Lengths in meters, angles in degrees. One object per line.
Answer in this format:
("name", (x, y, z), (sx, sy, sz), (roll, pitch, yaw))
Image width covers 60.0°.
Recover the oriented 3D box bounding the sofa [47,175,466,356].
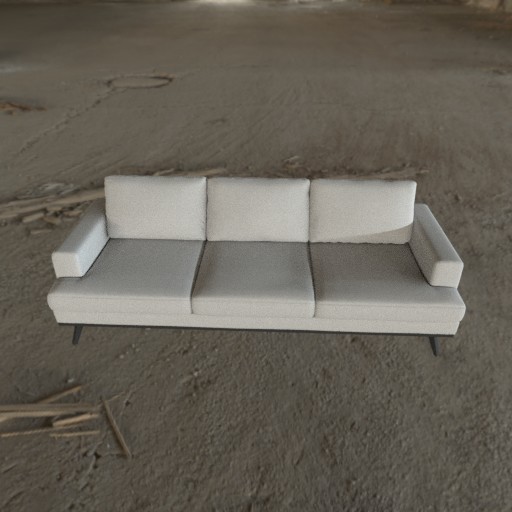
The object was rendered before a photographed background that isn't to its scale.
("sofa", (0.000, 0.000, 2.781), (2.310, 0.810, 0.920), (1, 33, 2))
